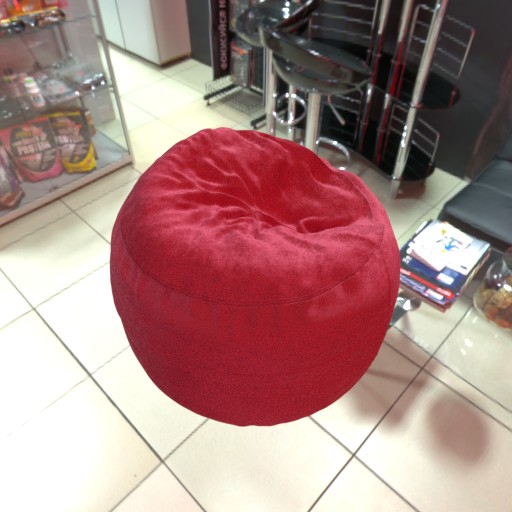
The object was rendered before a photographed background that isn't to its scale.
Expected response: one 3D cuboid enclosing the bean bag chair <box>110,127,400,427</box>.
[{"bbox_3d":[0.000,0.000,1.899,1.218,0.788,1.218,0,47,0],"label":"bean bag chair"}]
